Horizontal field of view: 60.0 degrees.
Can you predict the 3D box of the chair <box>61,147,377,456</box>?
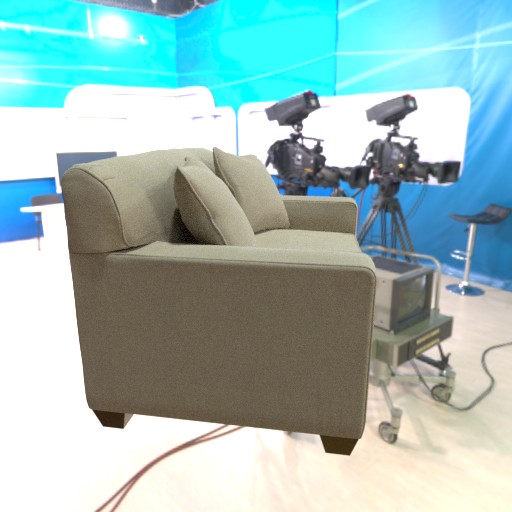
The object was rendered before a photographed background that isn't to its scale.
[{"bbox_3d":[0.000,0.000,2.007,1.000,0.948,1.383,3,16,9],"label":"chair"}]
